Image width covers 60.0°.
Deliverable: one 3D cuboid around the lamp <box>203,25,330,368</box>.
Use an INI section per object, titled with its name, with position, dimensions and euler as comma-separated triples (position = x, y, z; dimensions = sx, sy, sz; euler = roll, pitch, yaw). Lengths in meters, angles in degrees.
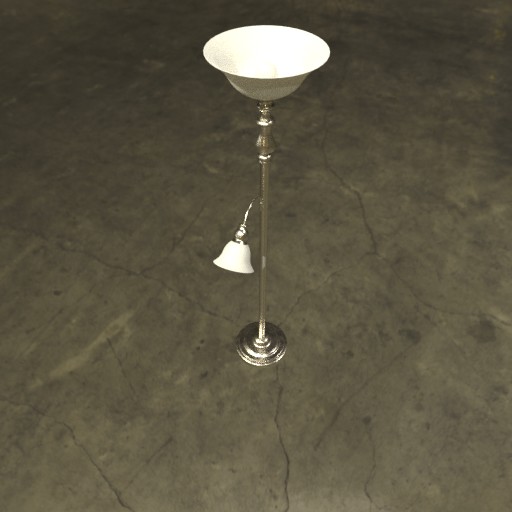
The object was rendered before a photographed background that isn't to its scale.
[lamp]
position = 0.000, 0.000, 2.025
dimensions = 0.405, 1.785, 0.575
euler = 18, 50, 16
